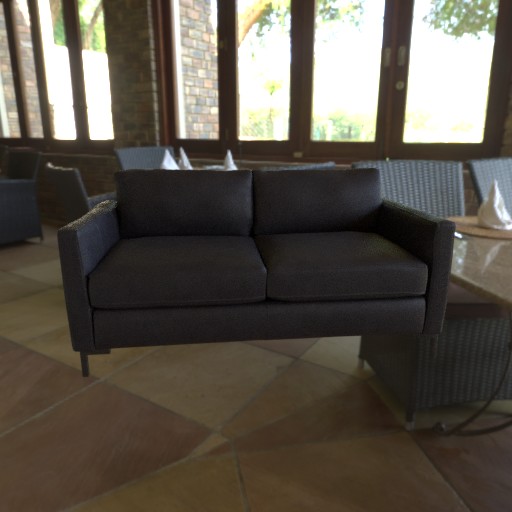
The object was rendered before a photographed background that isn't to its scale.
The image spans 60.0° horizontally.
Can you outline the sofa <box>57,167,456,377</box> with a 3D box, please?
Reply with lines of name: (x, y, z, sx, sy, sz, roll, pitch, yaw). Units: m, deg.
sofa: (0.000, 0.000, 2.381, 1.805, 0.883, 0.947, -2, 16, -8)
